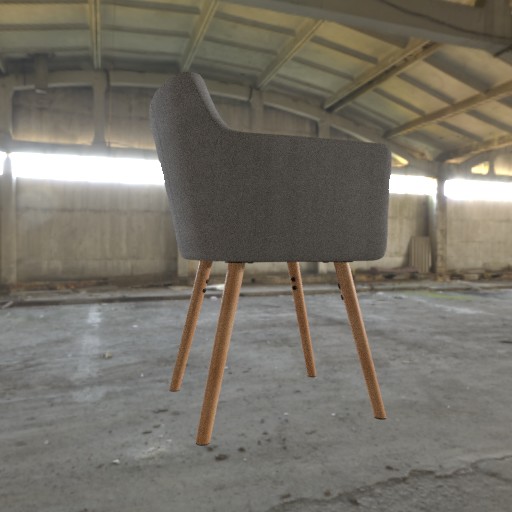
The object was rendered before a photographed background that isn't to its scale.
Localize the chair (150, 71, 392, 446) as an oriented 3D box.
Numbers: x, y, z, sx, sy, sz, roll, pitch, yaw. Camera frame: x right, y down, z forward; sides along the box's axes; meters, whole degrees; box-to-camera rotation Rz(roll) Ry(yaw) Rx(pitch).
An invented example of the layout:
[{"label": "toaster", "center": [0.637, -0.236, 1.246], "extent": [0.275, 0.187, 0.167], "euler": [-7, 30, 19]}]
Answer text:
[{"label": "chair", "center": [0.000, 0.000, 1.167], "extent": [0.540, 0.780, 0.570], "euler": [0, 1, -19]}]
